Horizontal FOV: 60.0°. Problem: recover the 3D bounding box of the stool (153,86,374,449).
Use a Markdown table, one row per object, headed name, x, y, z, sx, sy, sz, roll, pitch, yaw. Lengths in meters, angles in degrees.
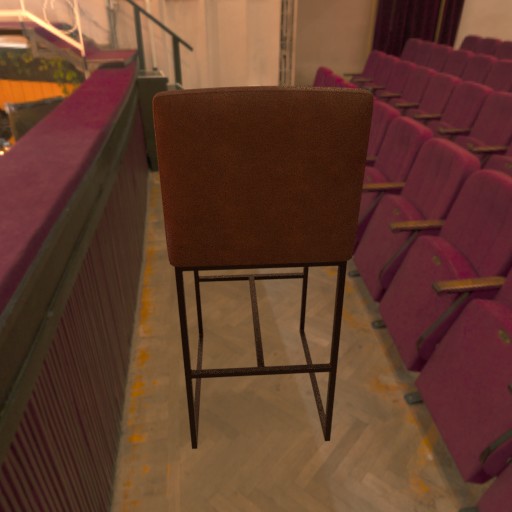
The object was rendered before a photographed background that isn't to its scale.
| name | x | y | z | sx | sy | sz | roll | pitch | yaw |
| --- | --- | --- | --- | --- | --- | --- | --- | --- | --- |
| stool | 0.000 | 0.000 | 1.359 | 0.463 | 1.065 | 0.562 | -2 | 30 | -3 |
